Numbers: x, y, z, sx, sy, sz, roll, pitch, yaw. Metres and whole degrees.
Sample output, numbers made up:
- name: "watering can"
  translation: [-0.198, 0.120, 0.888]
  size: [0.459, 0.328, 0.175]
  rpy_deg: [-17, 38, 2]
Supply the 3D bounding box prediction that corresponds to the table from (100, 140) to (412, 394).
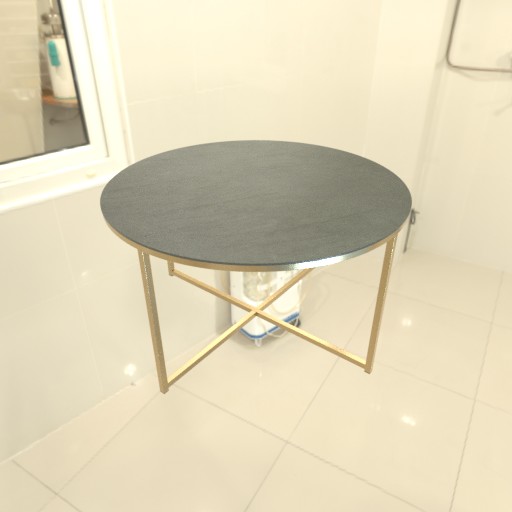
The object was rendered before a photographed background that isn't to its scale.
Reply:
- name: "table"
  translation: [0.000, 0.000, 1.304]
  size: [0.800, 0.450, 0.800]
  rpy_deg: [0, 31, 0]
